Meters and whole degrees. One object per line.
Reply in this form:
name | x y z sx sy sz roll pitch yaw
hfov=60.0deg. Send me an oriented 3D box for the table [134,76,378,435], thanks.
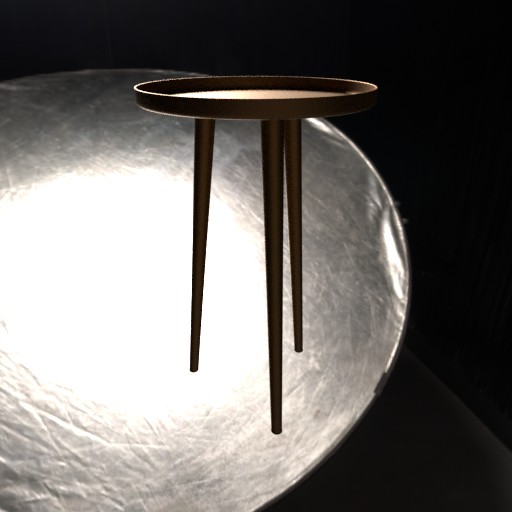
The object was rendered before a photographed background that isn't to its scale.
table | 0.000 0.000 0.663 0.299 0.480 0.299 -9 27 -17
